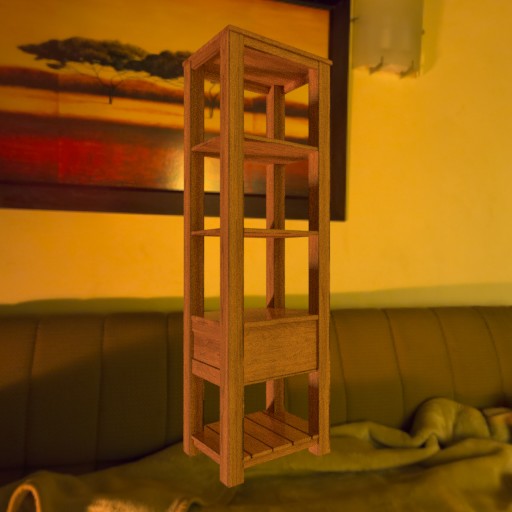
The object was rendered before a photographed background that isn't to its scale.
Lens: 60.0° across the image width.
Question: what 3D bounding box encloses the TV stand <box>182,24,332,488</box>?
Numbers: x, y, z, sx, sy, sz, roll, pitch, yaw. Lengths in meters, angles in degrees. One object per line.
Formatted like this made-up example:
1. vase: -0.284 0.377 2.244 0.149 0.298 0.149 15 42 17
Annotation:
1. TV stand: 0.000 0.000 2.079 0.565 1.828 0.435 0 0 -35
